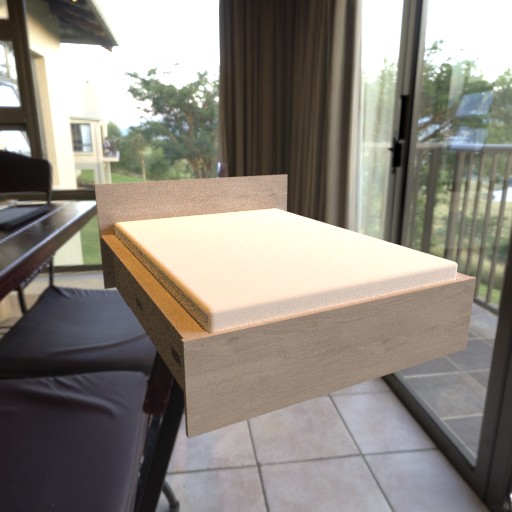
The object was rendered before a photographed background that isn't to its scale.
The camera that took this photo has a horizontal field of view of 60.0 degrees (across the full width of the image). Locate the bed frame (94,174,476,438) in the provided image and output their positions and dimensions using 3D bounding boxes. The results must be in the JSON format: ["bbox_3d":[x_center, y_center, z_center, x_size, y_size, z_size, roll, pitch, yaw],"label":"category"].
[{"bbox_3d":[0.000,0.000,2.839,1.622,0.800,1.960,-8,18,-26],"label":"bed frame"}]
